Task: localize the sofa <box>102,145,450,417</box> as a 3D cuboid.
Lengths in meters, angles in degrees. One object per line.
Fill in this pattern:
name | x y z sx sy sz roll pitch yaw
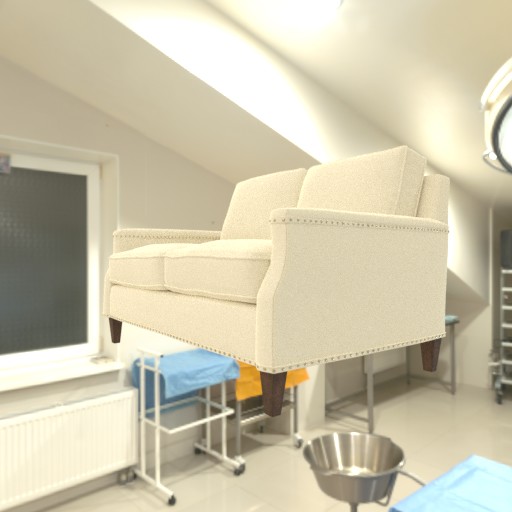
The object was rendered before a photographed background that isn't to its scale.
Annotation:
sofa | 0.000 0.000 2.273 1.084 1.003 1.597 0 0 -37
